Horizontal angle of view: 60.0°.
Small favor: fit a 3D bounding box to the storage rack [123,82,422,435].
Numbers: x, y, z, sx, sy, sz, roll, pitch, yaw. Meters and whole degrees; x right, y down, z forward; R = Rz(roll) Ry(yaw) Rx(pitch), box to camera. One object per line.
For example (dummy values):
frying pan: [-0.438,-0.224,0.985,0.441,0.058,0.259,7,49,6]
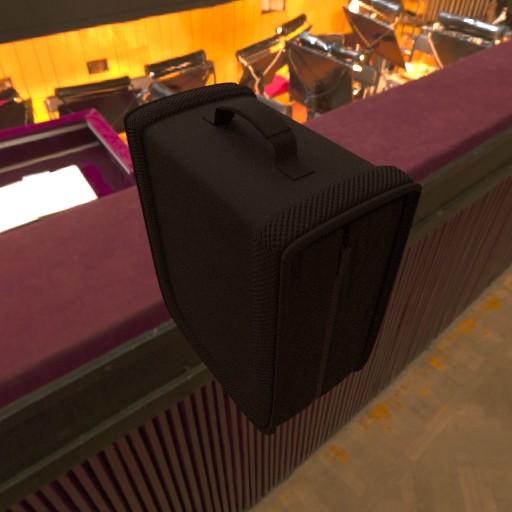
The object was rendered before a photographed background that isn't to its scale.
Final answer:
storage rack: [0.000,0.000,0.555,0.168,0.387,0.297,-26,49,-26]
